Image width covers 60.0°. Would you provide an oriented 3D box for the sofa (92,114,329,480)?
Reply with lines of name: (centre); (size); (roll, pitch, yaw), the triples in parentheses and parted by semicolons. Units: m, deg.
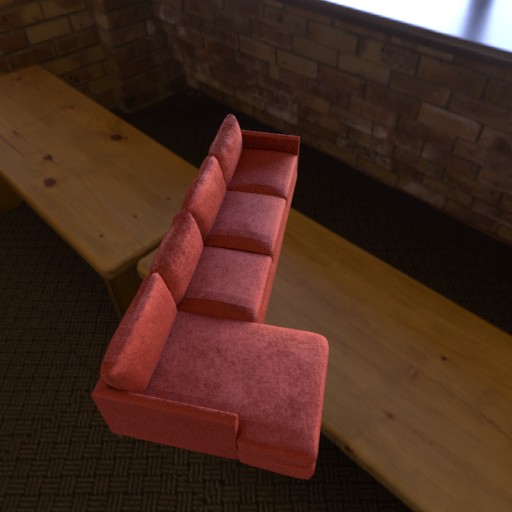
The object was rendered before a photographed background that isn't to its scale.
sofa: (0.000, 0.000, 4.044); (1.500, 0.967, 3.400); (9, 47, 8)
